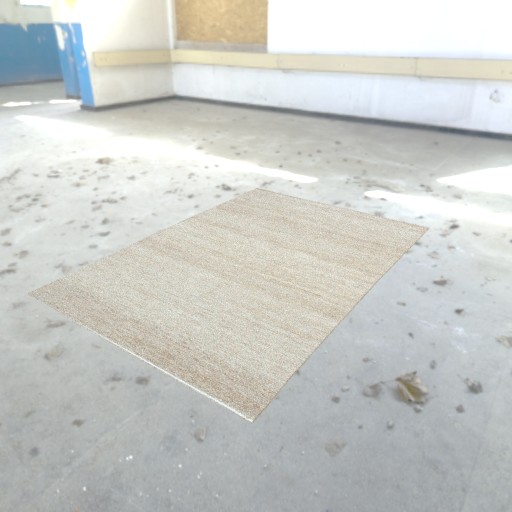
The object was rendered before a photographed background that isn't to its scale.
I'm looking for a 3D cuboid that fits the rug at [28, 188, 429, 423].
[{"bbox_3d":[0.000,0.000,2.943,1.596,0.030,2.283,19,33,31],"label":"rug"}]
